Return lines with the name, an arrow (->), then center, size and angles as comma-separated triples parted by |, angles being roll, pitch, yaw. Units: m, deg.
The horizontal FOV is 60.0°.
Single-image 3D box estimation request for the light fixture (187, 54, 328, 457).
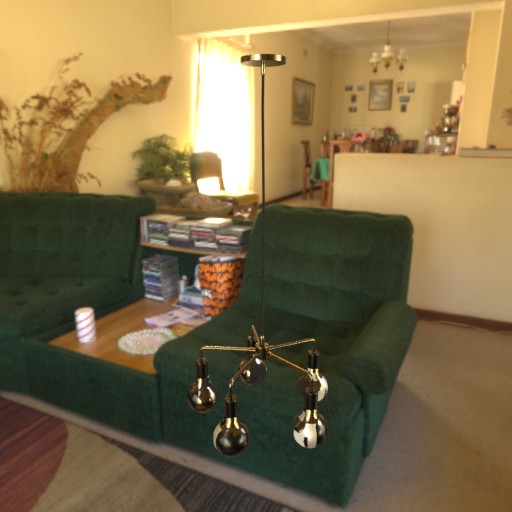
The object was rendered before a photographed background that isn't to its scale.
light fixture -> 0.000, 0.000, 1.197 | 0.421, 0.988, 0.438 | 2, 16, 8
